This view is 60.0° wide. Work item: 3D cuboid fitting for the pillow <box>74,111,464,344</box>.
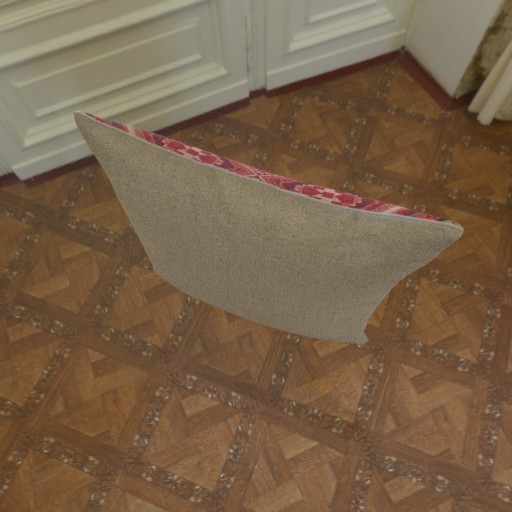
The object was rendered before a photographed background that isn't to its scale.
[{"bbox_3d":[0.000,0.000,0.777,0.513,0.511,0.158,18,66,8],"label":"pillow"}]
